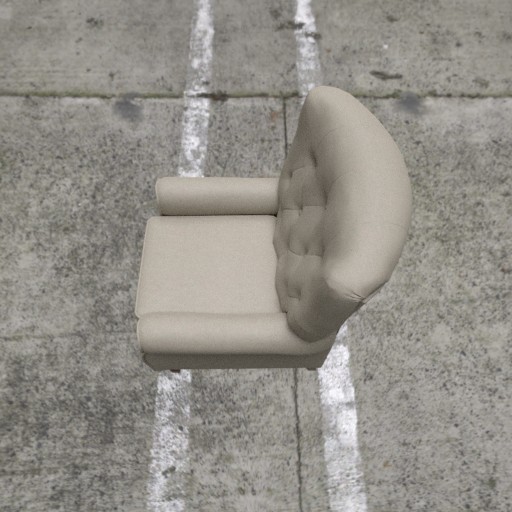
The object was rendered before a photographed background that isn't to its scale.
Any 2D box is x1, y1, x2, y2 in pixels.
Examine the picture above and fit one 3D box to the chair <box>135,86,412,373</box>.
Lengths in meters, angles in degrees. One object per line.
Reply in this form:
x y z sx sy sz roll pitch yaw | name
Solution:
0.000 0.000 1.953 1.059 1.158 0.943 -1 58 0 | chair
